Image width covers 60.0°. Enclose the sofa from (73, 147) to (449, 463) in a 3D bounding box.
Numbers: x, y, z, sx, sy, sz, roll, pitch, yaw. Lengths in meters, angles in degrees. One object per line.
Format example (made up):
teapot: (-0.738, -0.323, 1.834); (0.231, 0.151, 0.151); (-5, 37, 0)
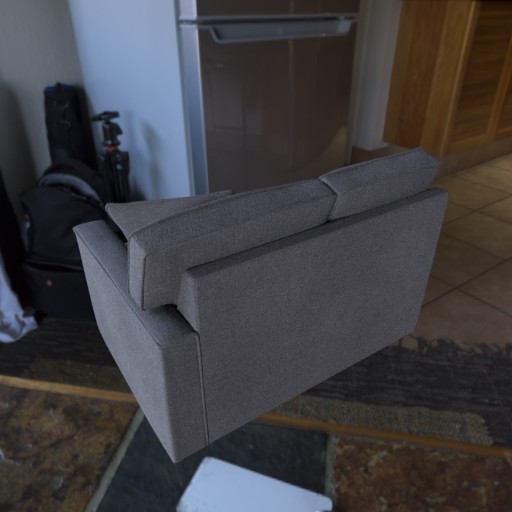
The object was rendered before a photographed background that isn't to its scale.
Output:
sofa: (0.000, 0.000, 2.085); (1.388, 0.989, 0.991); (-19, 36, -28)
